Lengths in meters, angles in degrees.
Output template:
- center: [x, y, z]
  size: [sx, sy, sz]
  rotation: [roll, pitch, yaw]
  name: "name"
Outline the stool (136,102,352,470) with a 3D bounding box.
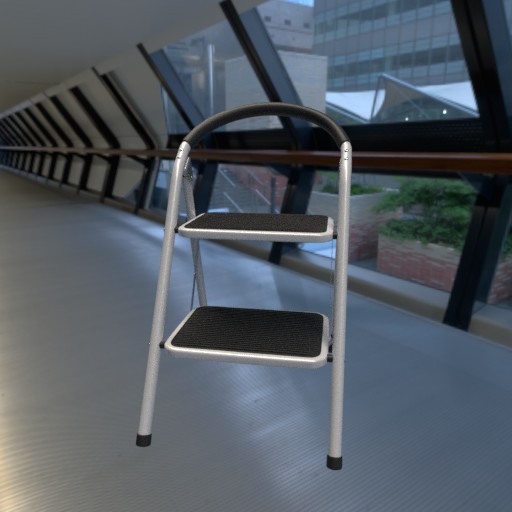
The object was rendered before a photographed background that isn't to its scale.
- center: [0.000, 0.000, 1.102]
  size: [0.453, 0.760, 0.559]
  rotation: [3, 15, 9]
  name: "stool"
